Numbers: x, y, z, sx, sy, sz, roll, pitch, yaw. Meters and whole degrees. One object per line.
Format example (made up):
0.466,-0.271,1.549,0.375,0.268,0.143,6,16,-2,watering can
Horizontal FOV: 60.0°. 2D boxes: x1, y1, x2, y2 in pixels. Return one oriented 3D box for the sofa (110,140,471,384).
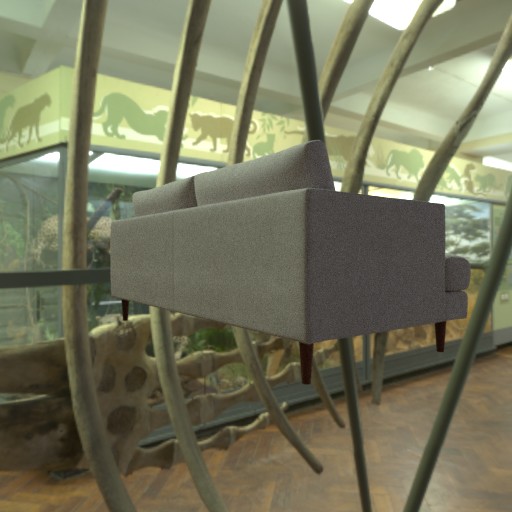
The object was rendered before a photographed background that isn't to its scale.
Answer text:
0.000,0.000,2.499,1.020,0.868,1.948,0,1,-36,sofa
